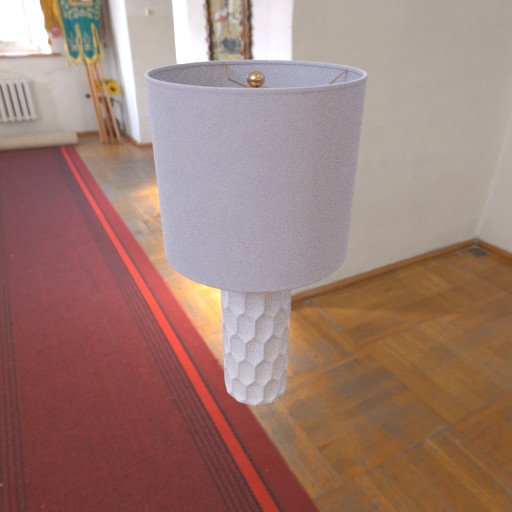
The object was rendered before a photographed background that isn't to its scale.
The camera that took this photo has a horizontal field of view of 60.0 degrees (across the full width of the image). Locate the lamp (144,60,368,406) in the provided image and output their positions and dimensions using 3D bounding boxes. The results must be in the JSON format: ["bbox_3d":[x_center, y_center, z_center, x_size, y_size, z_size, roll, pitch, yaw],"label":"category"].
[{"bbox_3d":[0.000,0.000,0.692,0.277,0.537,0.277,8,30,15],"label":"lamp"}]
